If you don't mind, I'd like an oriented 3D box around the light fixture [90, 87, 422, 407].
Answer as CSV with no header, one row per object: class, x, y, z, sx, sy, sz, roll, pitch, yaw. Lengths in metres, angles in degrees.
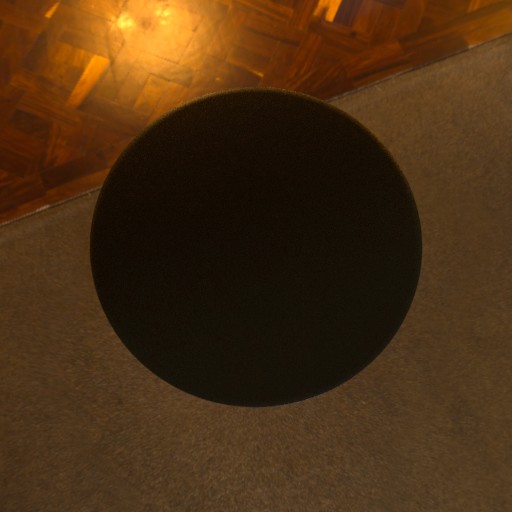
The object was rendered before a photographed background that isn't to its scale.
light fixture,0.000,0.000,0.629,0.389,0.229,0.389,0,76,0
